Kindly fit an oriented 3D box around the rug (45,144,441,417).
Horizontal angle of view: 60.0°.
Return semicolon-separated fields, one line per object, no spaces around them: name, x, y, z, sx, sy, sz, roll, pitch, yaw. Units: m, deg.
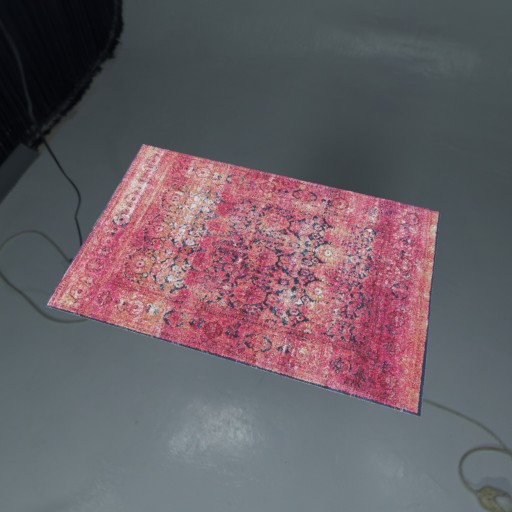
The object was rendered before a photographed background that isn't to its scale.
rug;0.000;0.000;3.122;2.449;0.018;1.539;14;60;9
